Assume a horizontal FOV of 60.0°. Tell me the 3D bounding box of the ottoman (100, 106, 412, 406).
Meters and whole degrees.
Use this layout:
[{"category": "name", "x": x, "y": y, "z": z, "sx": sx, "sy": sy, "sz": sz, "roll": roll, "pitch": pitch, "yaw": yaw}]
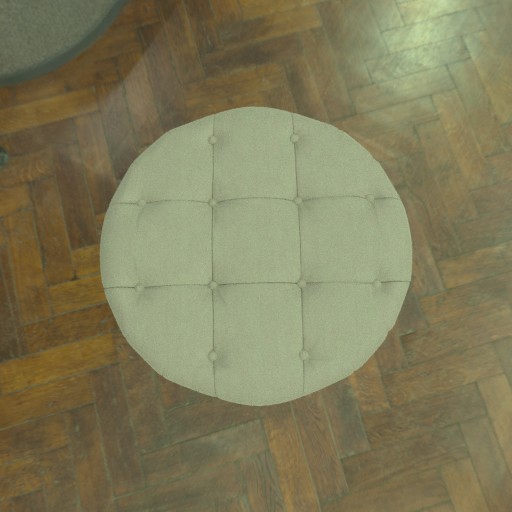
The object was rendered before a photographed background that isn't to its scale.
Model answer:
[{"category": "ottoman", "x": 0.000, "y": 0.000, "z": 1.429, "sx": 0.901, "sy": 0.439, "sz": 0.901, "roll": 0, "pitch": 78, "yaw": 0}]
